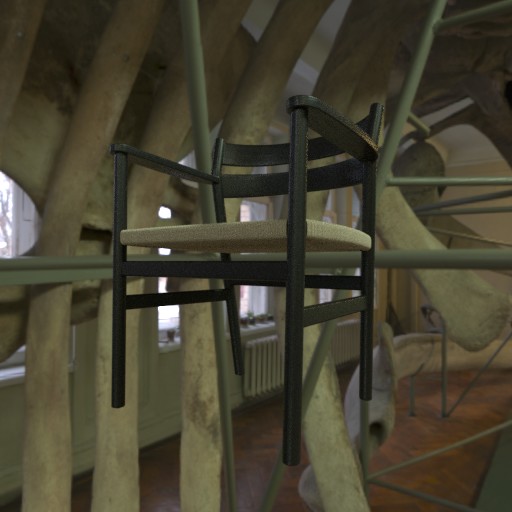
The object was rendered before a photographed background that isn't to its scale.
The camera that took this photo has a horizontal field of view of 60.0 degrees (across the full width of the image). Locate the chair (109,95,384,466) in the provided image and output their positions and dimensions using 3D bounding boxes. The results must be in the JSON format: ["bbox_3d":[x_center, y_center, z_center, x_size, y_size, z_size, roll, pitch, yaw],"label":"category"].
[{"bbox_3d":[0.000,0.000,1.164,0.630,0.775,0.508,0,-1,37],"label":"chair"}]
